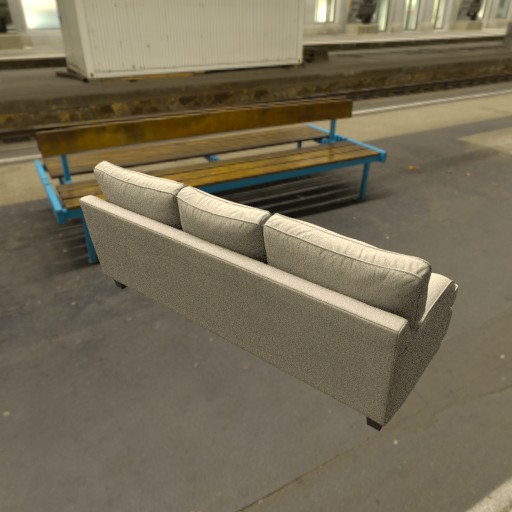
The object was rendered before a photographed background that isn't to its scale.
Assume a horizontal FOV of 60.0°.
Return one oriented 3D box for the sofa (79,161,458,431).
[{"bbox_3d":[0.000,0.000,2.880,2.323,0.991,1.016,21,36,32],"label":"sofa"}]
